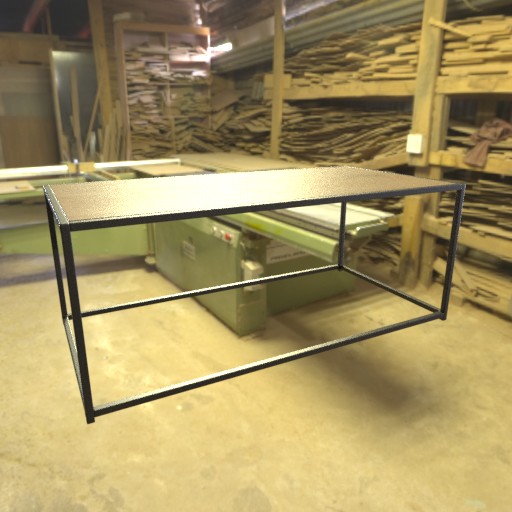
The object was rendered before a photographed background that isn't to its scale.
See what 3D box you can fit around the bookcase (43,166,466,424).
[{"bbox_3d":[0.000,0.000,1.231,1.000,0.400,0.500,-9,20,-26],"label":"bookcase"}]
